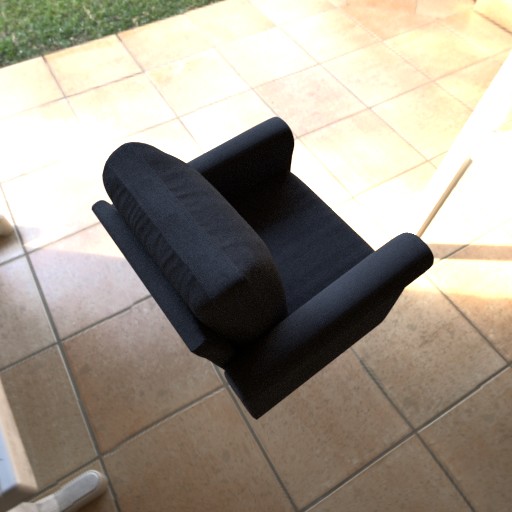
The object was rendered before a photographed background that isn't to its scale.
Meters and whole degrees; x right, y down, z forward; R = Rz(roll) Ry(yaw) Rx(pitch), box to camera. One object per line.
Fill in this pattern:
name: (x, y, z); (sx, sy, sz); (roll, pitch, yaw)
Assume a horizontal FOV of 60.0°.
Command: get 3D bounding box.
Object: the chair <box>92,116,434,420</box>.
chair: (0.000, 0.000, 1.606); (0.828, 0.942, 0.867); (-32, 63, -19)
